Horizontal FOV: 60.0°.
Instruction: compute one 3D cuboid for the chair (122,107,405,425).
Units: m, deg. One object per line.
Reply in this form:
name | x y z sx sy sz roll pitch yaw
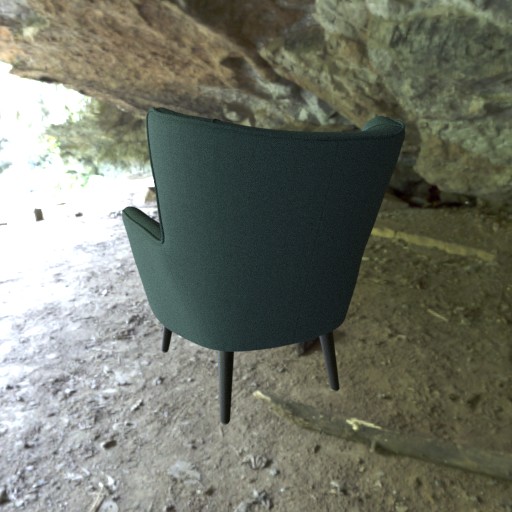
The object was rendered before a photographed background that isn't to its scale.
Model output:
chair | 0.000 0.000 1.542 0.781 0.933 0.888 -7 16 -26
